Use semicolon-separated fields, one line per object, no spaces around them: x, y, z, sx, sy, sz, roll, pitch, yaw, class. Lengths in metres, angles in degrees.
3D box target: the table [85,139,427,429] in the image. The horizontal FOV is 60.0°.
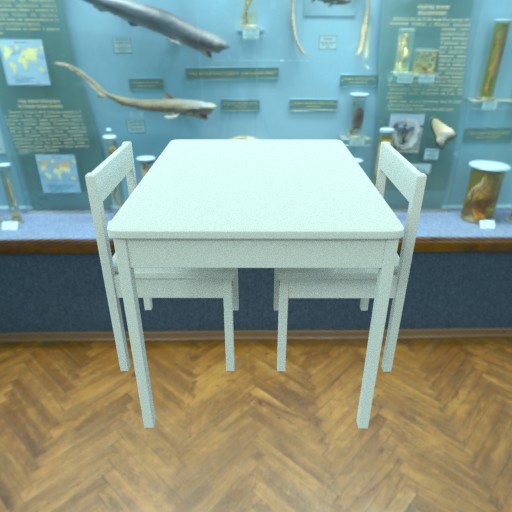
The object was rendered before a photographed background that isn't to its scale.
0.000;0.000;1.108;0.672;0.503;0.650;0;28;0;table
